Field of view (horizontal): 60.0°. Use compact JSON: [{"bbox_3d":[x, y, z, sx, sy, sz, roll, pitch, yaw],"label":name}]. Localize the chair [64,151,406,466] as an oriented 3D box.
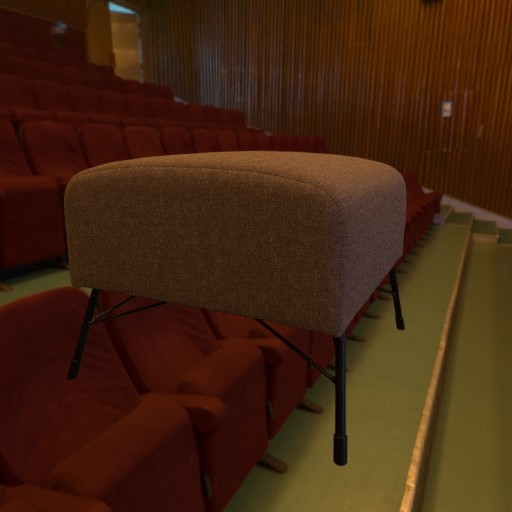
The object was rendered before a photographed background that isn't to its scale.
[{"bbox_3d":[0.000,0.000,0.890,0.530,0.410,0.530,7,15,26],"label":"chair"}]
